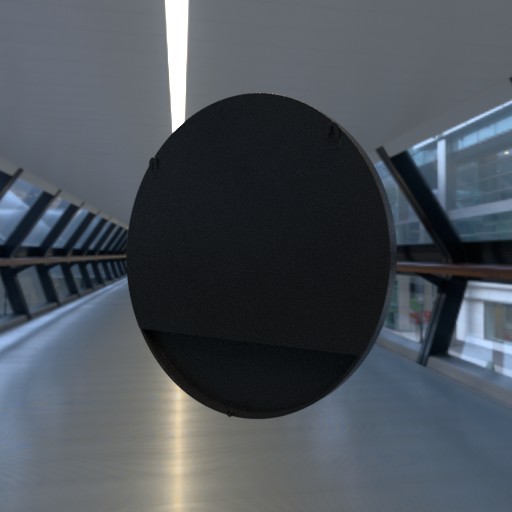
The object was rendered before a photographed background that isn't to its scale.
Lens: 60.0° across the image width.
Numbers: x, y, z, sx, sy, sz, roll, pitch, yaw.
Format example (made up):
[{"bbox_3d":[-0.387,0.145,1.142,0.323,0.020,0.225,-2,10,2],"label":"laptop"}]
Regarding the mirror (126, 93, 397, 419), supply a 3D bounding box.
[{"bbox_3d":[0.000,0.000,0.685,0.457,0.457,0.133,-1,-1,35],"label":"mirror"}]
